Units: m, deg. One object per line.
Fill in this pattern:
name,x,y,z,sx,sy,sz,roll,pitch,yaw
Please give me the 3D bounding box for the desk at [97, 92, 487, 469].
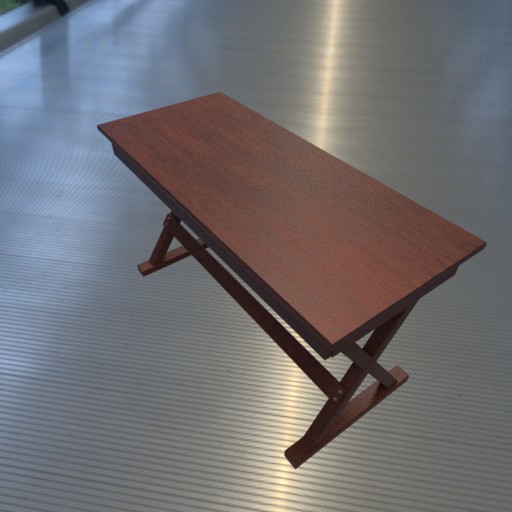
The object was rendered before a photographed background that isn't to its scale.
desk,0.000,0.000,1.773,0.600,0.761,1.372,-26,48,-26
